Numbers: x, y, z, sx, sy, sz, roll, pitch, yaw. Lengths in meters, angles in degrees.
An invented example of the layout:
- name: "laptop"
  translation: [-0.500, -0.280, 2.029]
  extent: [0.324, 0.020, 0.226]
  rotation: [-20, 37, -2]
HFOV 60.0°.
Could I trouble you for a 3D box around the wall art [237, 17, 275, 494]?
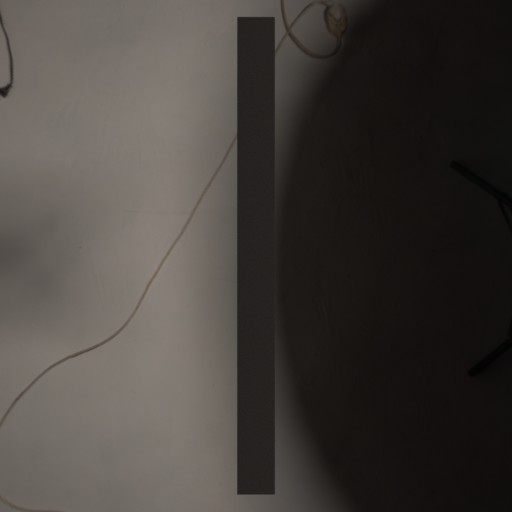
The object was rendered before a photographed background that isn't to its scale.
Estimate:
- name: "wall art"
  translation: [0.000, 0.000, 0.518]
  extent: [0.031, 0.330, 0.381]
  rotation: [0, 90, 0]
